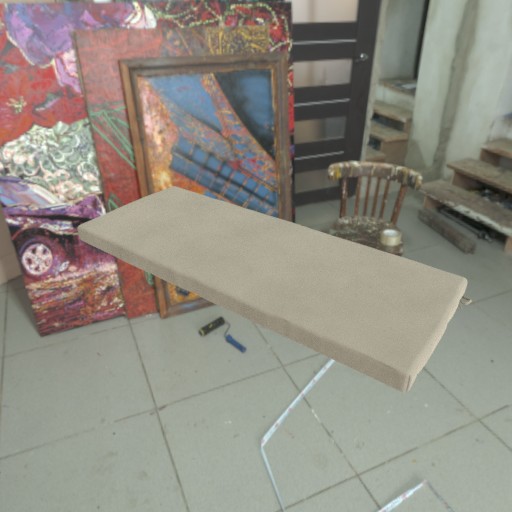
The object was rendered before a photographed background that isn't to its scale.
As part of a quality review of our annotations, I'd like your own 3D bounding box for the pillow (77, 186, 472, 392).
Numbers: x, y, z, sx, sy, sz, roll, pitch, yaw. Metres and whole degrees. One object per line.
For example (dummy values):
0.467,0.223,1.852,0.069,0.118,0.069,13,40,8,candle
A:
0.000,0.000,1.371,1.187,0.081,0.492,21,36,31,pillow
